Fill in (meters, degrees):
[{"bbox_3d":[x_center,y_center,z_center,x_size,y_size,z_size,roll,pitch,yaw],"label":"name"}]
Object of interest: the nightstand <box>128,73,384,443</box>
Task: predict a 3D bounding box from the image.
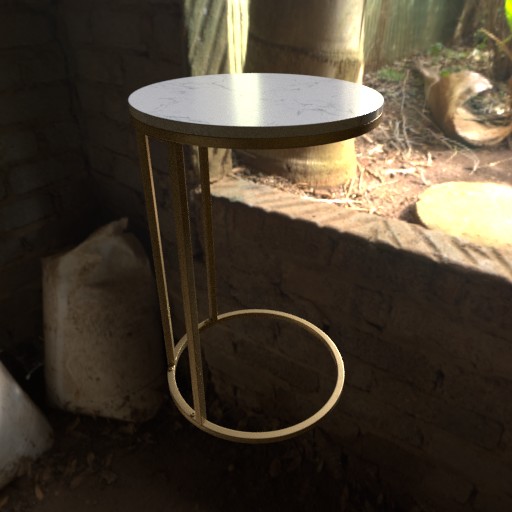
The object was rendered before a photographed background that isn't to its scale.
[{"bbox_3d":[0.000,0.000,0.870,0.400,0.610,0.400,0,31,0],"label":"nightstand"}]
